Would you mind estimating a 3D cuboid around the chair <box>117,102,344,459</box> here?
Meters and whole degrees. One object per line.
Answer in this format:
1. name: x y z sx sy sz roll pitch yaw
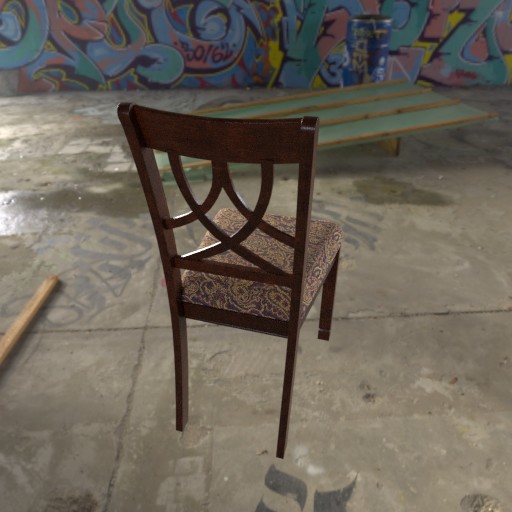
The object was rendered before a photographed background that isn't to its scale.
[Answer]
1. chair: 0.000 0.000 1.292 0.457 0.965 0.584 9 33 14
